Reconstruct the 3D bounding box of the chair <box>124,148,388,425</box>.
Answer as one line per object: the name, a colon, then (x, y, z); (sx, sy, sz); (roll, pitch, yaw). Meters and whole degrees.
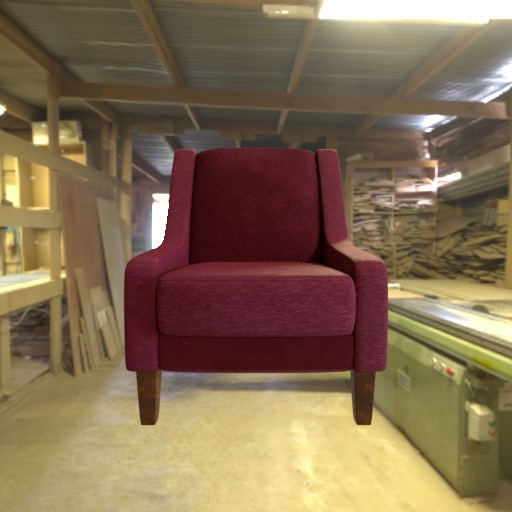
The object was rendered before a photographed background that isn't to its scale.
chair: (0.000, 0.000, 1.736); (0.793, 1.017, 0.985); (0, 2, 0)
